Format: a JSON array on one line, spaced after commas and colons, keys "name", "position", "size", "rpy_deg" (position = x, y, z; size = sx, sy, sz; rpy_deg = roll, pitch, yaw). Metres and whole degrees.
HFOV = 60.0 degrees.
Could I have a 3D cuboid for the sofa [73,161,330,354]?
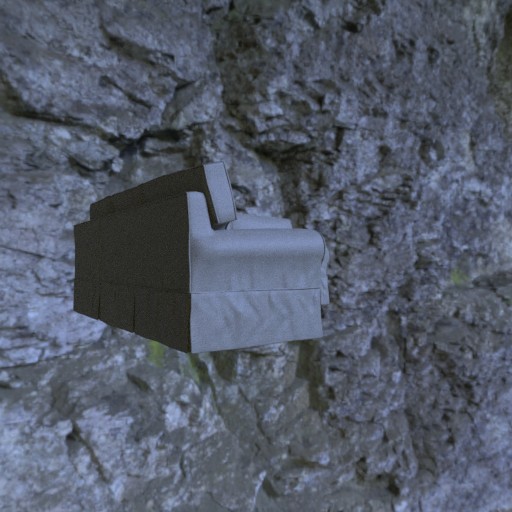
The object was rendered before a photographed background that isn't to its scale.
[{"name": "sofa", "position": [0.000, 0.000, 4.062], "size": [2.623, 1.081, 2.618], "rpy_deg": [1, -1, -35]}]
